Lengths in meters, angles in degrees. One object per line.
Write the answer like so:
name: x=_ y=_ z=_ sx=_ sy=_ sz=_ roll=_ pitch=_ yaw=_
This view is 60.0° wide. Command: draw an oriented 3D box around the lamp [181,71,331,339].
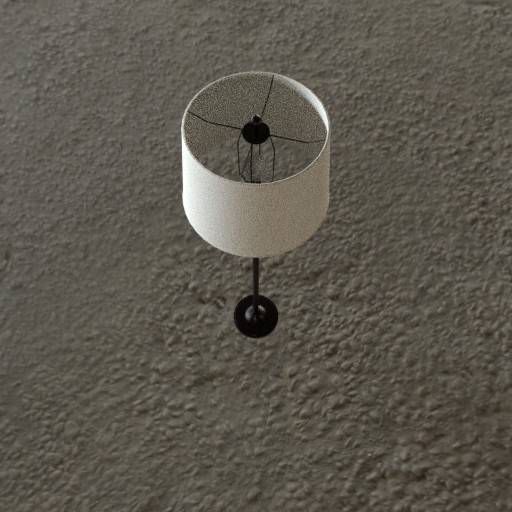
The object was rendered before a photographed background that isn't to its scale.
lamp: x=0.000 y=0.000 z=1.696 sx=0.431 sy=1.484 sz=0.431 roll=0 pitch=64 yaw=0
